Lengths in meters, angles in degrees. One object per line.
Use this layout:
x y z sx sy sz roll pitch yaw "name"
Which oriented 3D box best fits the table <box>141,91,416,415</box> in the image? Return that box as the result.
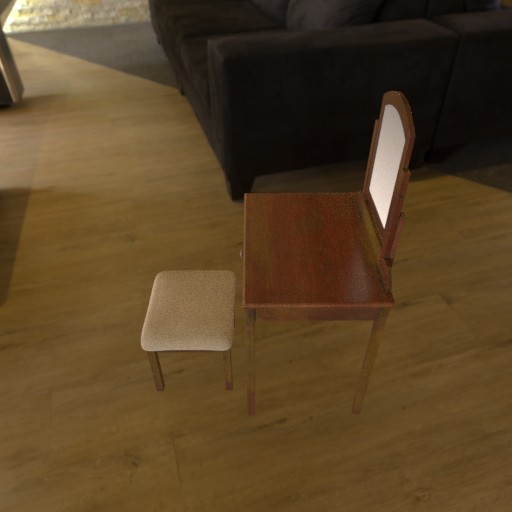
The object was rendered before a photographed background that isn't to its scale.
0.000 0.000 2.253 1.211 1.631 0.876 0 40 0 "table"
